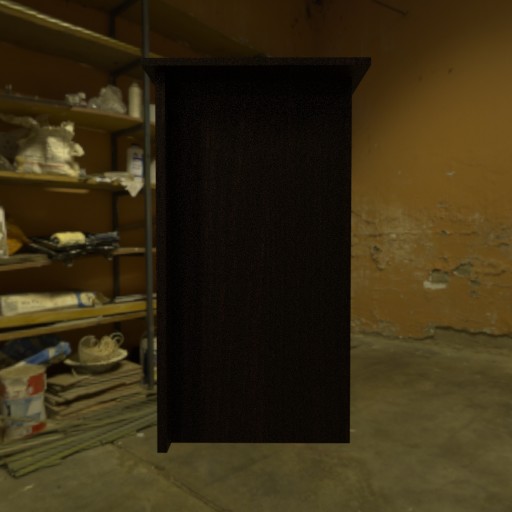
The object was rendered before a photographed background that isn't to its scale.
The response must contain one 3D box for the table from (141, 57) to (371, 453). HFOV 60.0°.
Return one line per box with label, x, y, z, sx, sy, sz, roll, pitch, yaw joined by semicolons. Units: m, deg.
table;0.000;0.000;1.080;0.406;0.711;0.591;0;2;0
